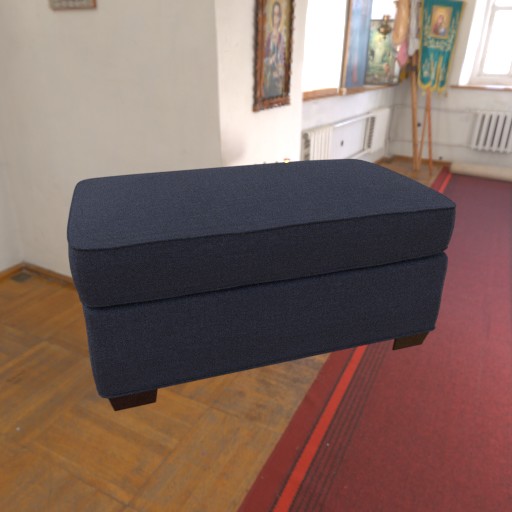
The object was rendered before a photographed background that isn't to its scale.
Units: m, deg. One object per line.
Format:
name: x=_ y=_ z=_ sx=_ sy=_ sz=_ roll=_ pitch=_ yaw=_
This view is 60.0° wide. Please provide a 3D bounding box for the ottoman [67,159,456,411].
ottoman: x=0.000 y=0.000 z=1.211 sx=0.895 sy=0.453 sz=0.505 roll=-8 pitch=27 yaw=-16
